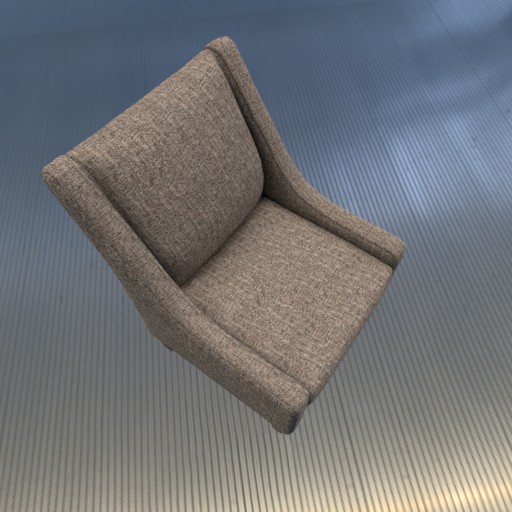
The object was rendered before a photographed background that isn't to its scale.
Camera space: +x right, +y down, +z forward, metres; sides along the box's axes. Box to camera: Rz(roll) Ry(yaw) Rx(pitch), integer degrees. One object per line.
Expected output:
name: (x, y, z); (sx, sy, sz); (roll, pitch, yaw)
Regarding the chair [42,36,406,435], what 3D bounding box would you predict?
chair: (0.000, 0.000, 1.580); (0.870, 1.014, 0.774); (32, 63, 18)
